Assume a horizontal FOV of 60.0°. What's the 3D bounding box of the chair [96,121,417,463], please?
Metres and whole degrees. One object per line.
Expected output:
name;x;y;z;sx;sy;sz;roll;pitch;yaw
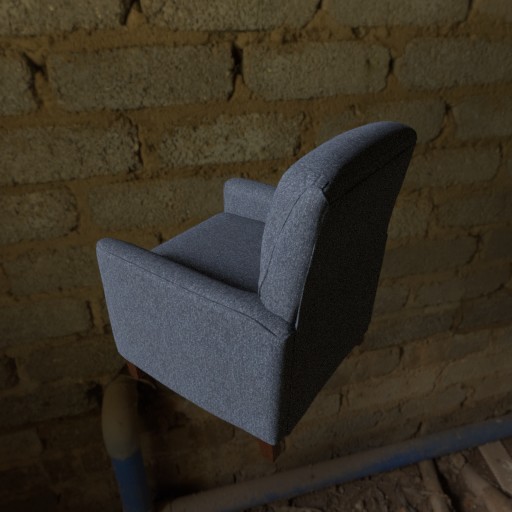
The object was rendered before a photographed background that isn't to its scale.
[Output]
chair;0.000;0.000;1.642;0.850;1.016;0.839;19;35;30
